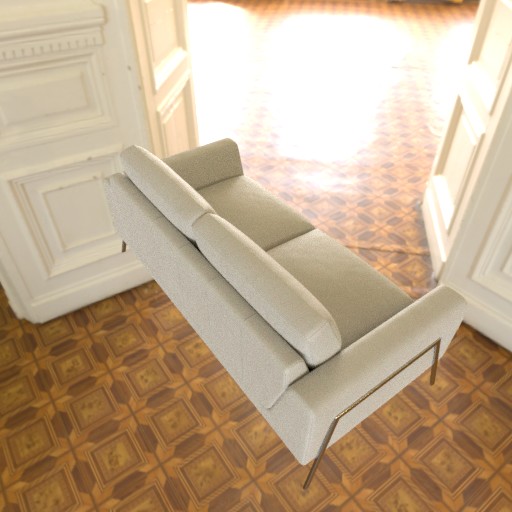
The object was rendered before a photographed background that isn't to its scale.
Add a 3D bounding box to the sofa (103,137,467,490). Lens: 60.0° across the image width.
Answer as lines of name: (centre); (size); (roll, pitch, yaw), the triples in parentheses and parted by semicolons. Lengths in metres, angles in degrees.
sofa: (0.000, 0.000, 2.508); (0.953, 0.875, 2.017); (-26, 48, -26)
